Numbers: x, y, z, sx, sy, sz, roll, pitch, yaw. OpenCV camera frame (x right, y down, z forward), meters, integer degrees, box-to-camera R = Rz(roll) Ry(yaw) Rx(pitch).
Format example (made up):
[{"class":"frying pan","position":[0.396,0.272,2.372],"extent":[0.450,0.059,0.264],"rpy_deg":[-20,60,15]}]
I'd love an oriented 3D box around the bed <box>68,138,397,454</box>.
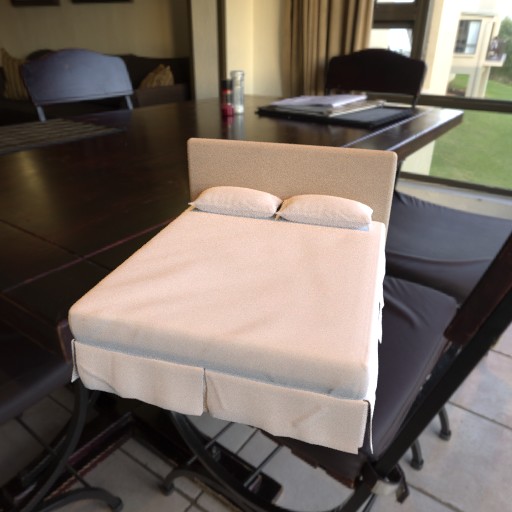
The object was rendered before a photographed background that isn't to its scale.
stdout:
[{"class":"bed","position":[0.000,0.000,3.579],"extent":[2.119,1.317,2.319],"rpy_deg":[8,28,15]}]
